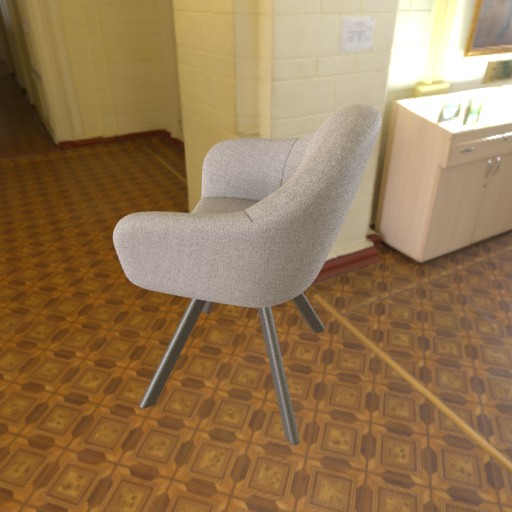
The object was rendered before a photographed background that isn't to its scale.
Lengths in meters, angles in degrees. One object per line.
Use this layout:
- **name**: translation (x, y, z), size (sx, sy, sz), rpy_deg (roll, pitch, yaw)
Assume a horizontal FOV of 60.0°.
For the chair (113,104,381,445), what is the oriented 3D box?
- **chair**: translation (0.000, 0.000, 1.186), size (0.550, 0.795, 0.590), rpy_deg (8, 31, 14)
